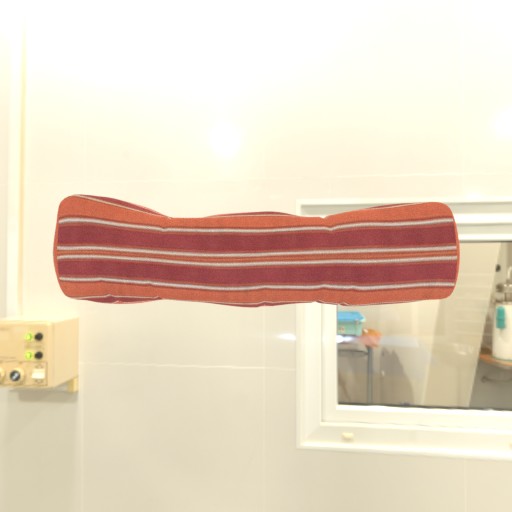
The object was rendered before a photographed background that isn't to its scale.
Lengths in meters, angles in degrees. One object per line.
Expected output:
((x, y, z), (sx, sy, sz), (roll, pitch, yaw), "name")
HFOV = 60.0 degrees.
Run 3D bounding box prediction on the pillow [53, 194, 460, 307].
((0.000, 0.000, 0.721), (0.468, 0.133, 0.490), (0, -1, -1), "pillow")
